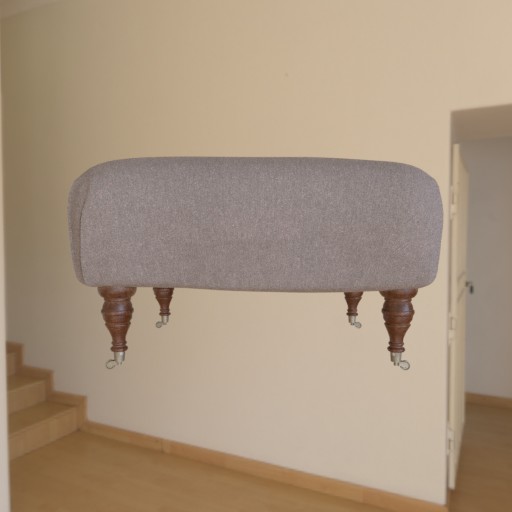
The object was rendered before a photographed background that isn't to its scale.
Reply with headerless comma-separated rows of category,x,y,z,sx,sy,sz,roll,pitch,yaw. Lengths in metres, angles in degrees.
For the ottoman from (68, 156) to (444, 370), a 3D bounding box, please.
ottoman,0.000,0.000,1.124,0.747,0.450,0.622,0,2,1
